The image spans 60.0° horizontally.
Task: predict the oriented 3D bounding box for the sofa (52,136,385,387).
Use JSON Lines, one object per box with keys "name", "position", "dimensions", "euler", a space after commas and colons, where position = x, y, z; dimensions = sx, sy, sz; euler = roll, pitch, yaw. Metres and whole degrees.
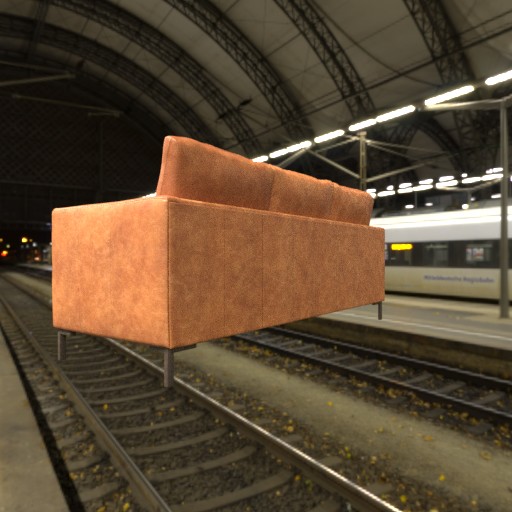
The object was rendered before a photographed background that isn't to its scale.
{"name": "sofa", "position": [0.000, 0.000, 2.447], "dimensions": [0.748, 0.863, 2.029], "euler": [0, 0, 36]}
